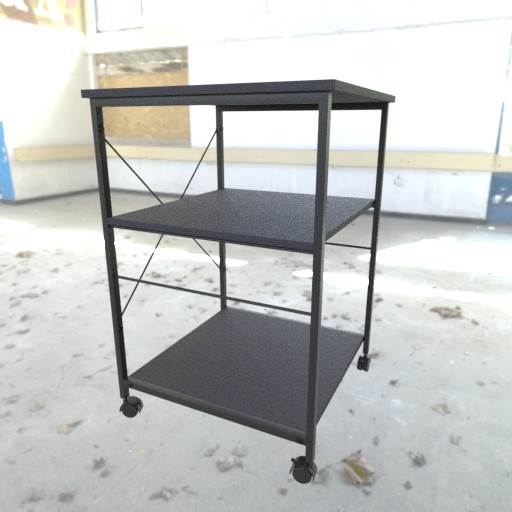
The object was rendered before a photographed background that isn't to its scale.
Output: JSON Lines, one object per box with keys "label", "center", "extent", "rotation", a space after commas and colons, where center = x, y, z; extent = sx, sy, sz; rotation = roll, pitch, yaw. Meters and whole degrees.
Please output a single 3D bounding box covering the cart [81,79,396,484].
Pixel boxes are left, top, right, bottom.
{"label": "cart", "center": [0.000, 0.000, 1.103], "extent": [0.520, 0.762, 0.521], "rotation": [8, 19, 25]}
